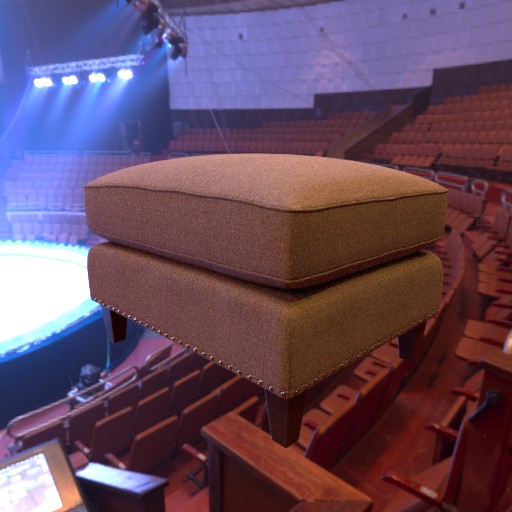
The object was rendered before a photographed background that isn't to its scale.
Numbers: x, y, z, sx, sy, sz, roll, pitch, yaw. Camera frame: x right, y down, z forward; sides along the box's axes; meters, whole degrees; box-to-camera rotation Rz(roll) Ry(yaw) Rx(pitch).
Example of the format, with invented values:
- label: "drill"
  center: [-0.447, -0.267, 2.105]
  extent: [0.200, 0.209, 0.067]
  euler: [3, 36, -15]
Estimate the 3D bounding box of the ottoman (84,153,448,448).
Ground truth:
- label: "ottoman"
  center: [0.000, 0.000, 1.139]
  extent: [0.584, 0.513, 0.741]
  euler: [-13, 18, -43]
